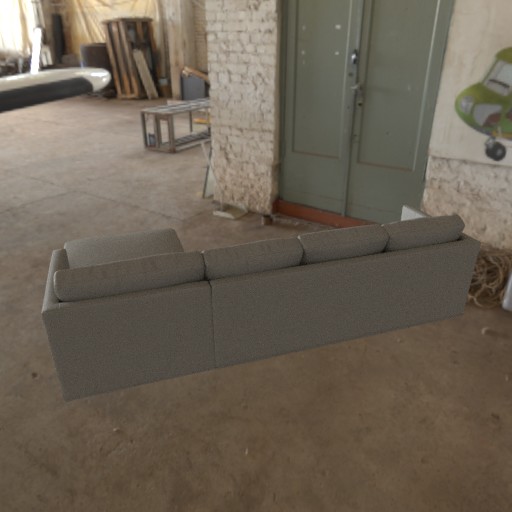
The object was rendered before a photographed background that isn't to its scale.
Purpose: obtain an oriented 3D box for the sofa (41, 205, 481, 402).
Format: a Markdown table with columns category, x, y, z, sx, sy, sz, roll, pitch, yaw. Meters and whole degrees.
| category | x | y | z | sx | sy | sz | roll | pitch | yaw |
| --- | --- | --- | --- | --- | --- | --- | --- | --- | --- |
| sofa | 0.000 | 0.000 | 3.798 | 3.177 | 0.867 | 1.622 | -8 | 28 | -16 |
